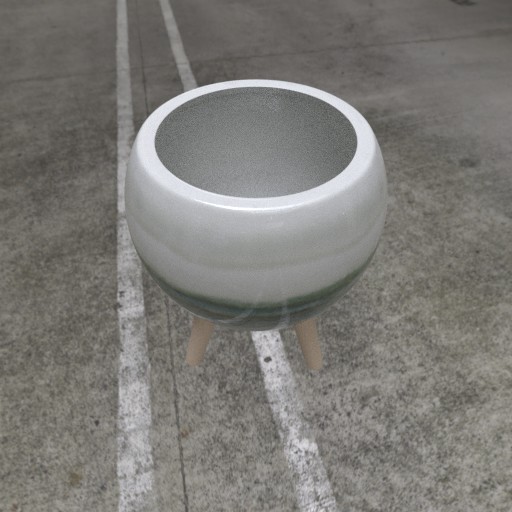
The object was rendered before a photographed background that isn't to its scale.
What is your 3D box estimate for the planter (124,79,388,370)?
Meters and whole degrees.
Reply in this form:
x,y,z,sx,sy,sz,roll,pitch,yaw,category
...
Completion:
x,y,z,sx,sy,sz,roll,pitch,yaw,category
0.000,0.000,0.441,0.222,0.278,0.222,0,47,0,planter
